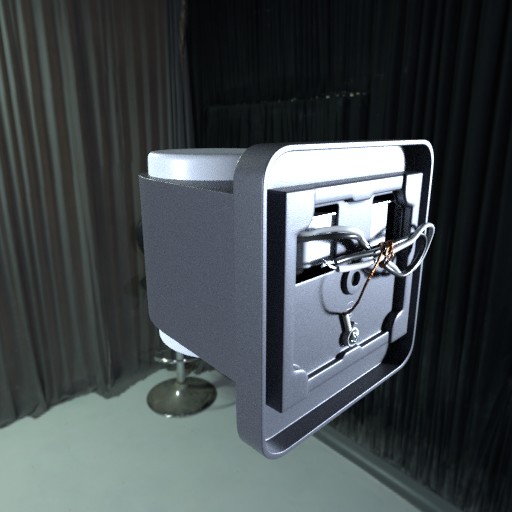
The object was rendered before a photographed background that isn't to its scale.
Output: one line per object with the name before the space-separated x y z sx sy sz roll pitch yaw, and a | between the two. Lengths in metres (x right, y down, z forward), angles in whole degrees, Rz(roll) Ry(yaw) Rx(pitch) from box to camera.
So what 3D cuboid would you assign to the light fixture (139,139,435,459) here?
light fixture | 0.000 0.000 0.213 0.109 0.109 0.132 -15 22 -42
